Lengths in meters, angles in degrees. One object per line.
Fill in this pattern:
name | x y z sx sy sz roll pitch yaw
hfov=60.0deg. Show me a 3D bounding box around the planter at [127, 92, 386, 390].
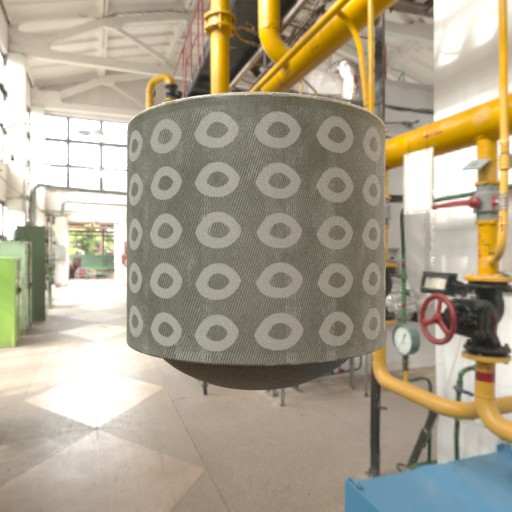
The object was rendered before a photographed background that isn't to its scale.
planter | 0.000 0.000 0.339 0.190 0.181 0.190 0 0 0
